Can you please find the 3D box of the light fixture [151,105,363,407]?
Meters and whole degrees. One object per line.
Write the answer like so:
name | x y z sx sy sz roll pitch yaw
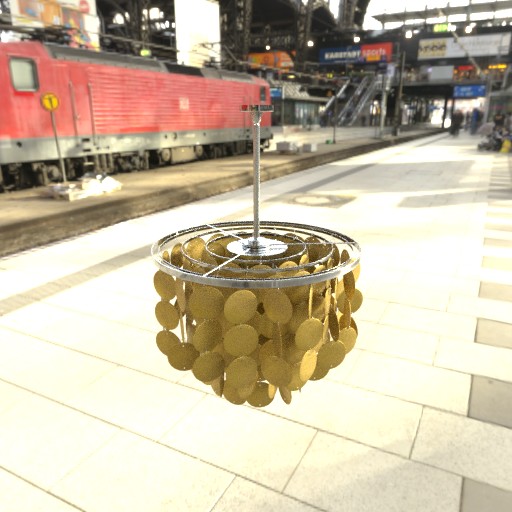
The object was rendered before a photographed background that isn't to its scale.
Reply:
light fixture | 0.000 0.000 0.763 0.368 0.492 0.368 0 18 0
